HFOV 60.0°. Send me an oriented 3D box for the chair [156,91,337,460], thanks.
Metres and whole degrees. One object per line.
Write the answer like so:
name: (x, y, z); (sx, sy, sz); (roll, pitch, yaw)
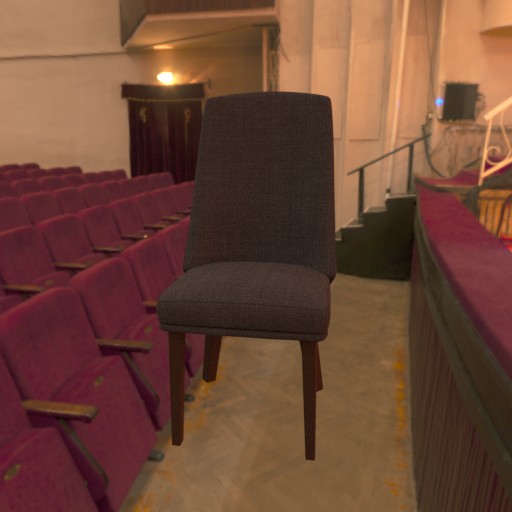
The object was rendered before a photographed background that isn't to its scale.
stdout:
chair: (0.000, 0.000, 1.408); (0.510, 1.050, 0.577); (2, 14, 9)
